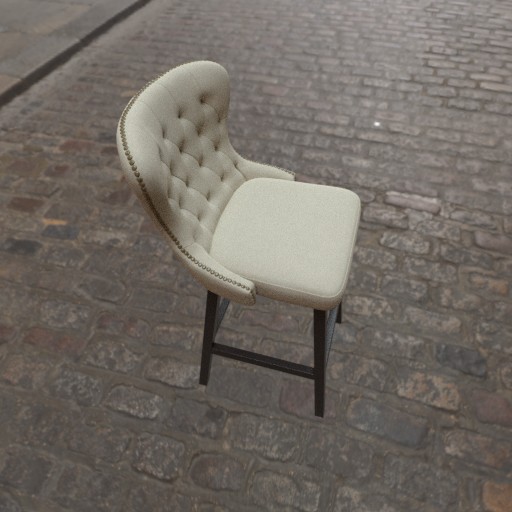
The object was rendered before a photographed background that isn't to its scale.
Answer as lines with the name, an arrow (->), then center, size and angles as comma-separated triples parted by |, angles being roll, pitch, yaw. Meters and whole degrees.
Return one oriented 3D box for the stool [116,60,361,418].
stool -> 0.000, 0.000, 1.336 | 0.593, 0.971, 0.528 | 12, 47, 11
